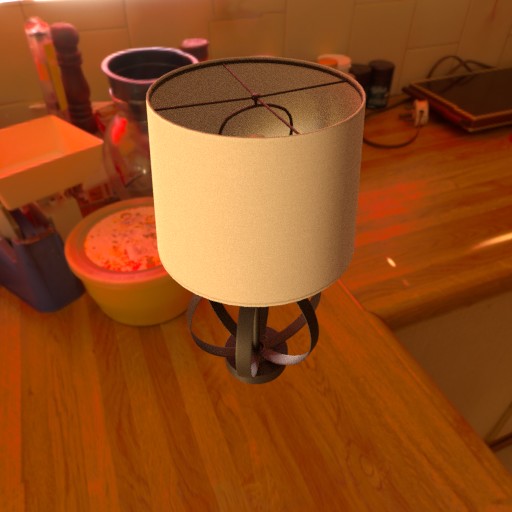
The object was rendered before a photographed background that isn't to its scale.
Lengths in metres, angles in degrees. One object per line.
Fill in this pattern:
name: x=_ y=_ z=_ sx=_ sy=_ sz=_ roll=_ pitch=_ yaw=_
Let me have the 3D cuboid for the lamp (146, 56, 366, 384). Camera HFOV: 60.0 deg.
lamp: x=0.000 y=0.000 z=0.682 sx=0.286 sy=0.510 sz=0.286 roll=0 pitch=41 yaw=0
